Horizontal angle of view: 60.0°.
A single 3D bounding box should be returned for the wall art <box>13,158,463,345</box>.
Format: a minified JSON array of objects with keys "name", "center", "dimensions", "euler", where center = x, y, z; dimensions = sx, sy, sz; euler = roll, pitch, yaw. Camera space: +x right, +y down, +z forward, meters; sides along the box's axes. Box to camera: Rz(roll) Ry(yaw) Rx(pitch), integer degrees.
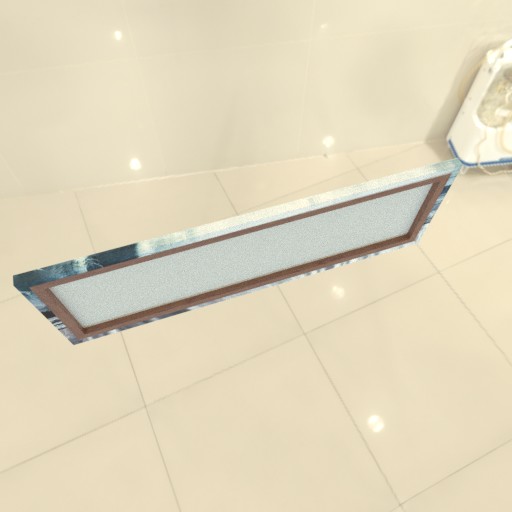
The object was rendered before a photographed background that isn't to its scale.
[{"name":"wall art","center":[0.000,0.000,1.661],"dimensions":[1.524,0.509,0.037],"euler":[-16,60,-9]}]
